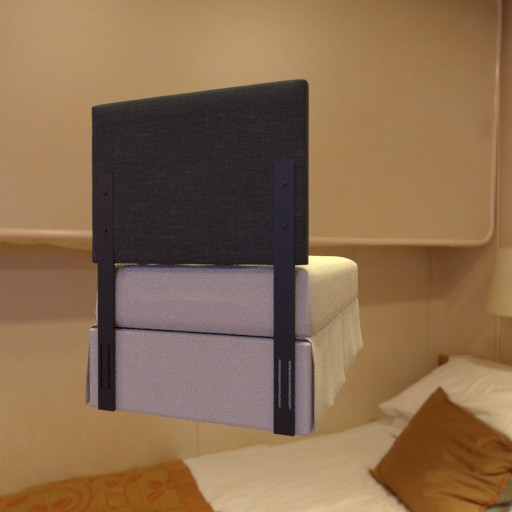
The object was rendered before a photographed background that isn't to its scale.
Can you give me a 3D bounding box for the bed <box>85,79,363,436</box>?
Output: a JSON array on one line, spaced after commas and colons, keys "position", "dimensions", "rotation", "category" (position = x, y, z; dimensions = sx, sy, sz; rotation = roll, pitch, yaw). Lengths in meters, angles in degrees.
[{"position": [0.000, 0.000, 3.034], "dimensions": [1.261, 1.571, 1.997], "rotation": [0, 1, 19], "category": "bed"}]
